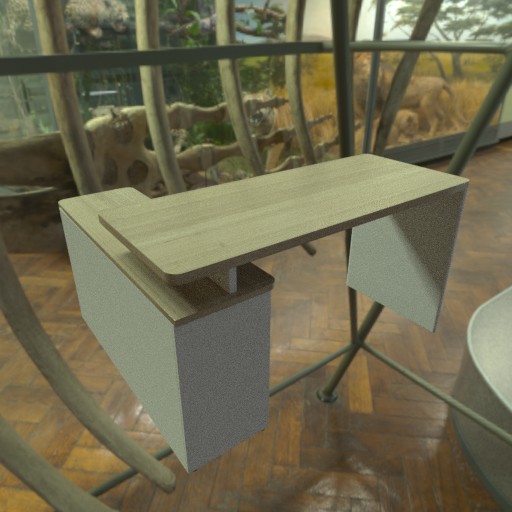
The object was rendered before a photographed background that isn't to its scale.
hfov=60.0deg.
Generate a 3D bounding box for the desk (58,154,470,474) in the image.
[{"bbox_3d":[0.000,0.000,2.083,1.400,0.770,1.175,-18,32,-32],"label":"desk"}]
